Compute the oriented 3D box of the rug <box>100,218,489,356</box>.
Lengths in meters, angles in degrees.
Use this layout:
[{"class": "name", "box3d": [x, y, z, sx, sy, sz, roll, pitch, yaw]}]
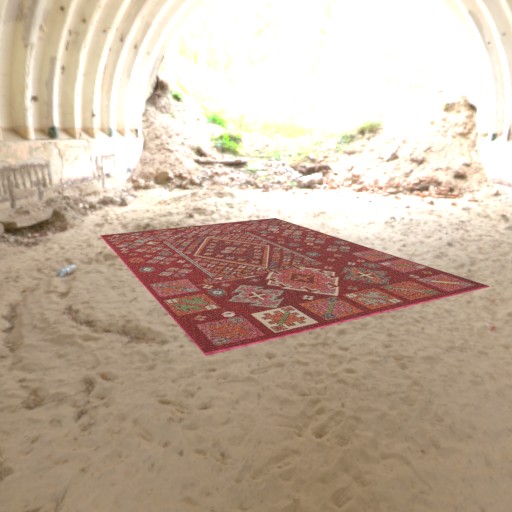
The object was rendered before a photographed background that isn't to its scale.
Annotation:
[{"class": "rug", "box3d": [0.000, 0.000, 4.337, 2.389, 0.011, 3.306, -8, 17, -27]}]
